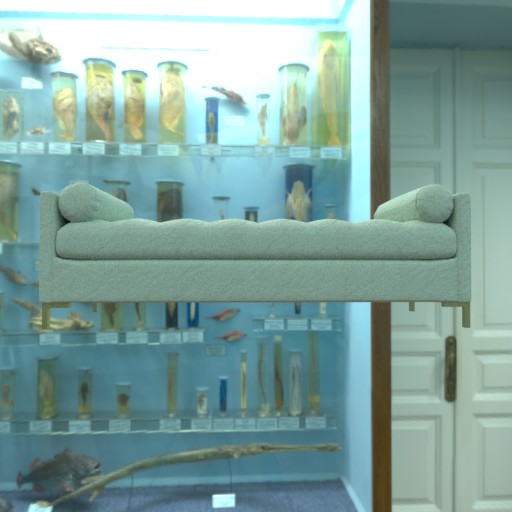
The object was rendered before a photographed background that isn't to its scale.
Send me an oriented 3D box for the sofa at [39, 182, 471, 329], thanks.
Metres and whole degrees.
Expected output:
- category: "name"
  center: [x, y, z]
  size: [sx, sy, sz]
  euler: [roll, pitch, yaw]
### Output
- category: "sofa"
  center: [0.000, 0.000, 2.496]
  size: [2.102, 0.705, 0.796]
  euler: [0, -1, -1]
